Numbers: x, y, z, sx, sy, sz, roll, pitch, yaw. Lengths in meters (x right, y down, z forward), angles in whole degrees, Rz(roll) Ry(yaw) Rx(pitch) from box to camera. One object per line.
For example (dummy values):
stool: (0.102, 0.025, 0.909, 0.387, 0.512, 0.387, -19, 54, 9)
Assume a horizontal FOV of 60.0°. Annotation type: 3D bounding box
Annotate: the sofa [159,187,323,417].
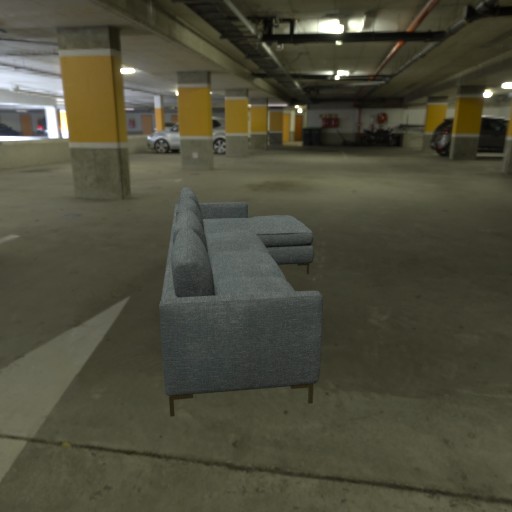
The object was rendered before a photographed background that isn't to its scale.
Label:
sofa: (0.000, 0.000, 3.562, 1.350, 0.810, 2.932, -2, 16, -8)
